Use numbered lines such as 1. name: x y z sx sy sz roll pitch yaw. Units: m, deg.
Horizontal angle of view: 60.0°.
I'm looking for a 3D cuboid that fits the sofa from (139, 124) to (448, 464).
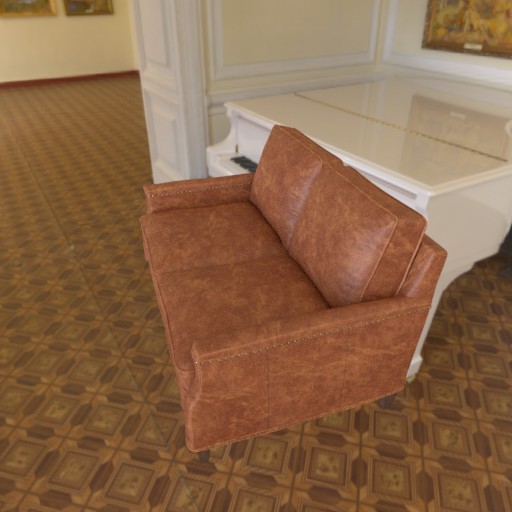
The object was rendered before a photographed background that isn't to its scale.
1. sofa: 0.000 0.000 2.340 1.084 1.003 1.597 -10 33 -16
